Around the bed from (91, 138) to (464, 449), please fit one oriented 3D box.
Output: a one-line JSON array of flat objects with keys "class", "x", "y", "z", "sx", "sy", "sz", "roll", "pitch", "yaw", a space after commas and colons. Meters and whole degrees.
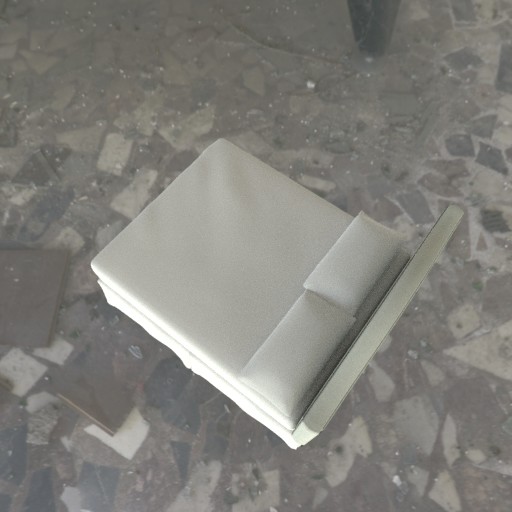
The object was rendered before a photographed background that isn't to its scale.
[{"class": "bed", "x": 0.000, "y": 0.000, "z": 3.428, "sx": 2.180, "sy": 1.607, "sz": 1.813, "roll": 34, "pitch": 68, "yaw": 16}]
